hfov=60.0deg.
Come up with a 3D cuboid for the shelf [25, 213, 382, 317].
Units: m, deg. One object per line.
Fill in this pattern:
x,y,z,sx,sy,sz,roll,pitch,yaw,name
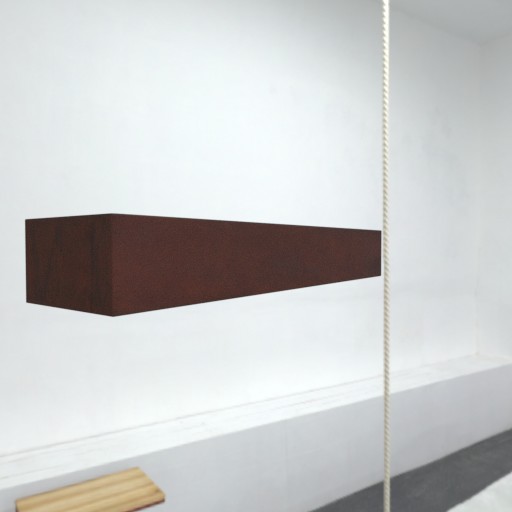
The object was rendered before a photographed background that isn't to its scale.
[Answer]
0.000,0.000,0.664,0.152,0.088,0.607,1,2,37,shelf
